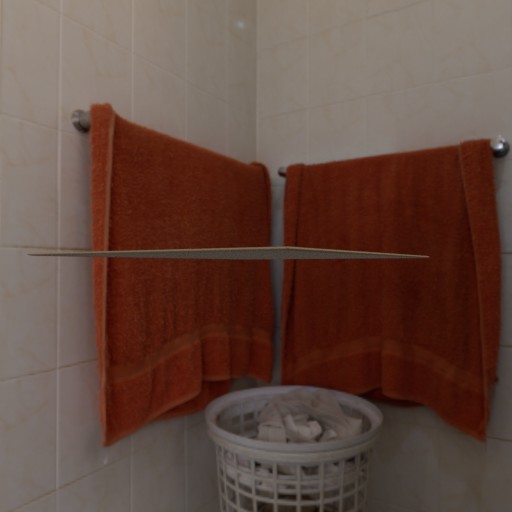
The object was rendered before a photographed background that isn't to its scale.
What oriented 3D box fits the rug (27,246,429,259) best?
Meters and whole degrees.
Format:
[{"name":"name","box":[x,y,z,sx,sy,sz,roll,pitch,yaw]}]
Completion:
[{"name":"rug","box":[0.000,0.000,4.118,2.413,0.020,3.041,-1,-1,34]}]
